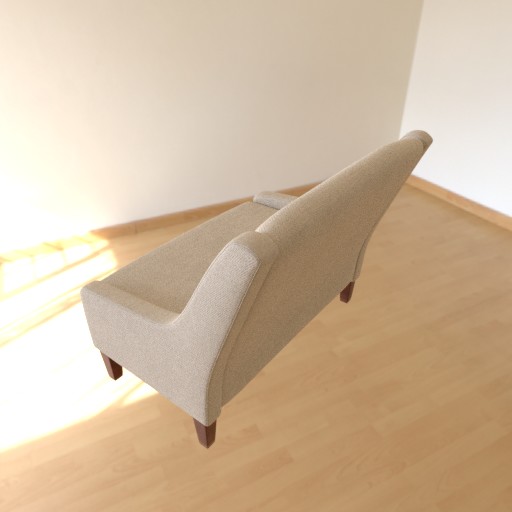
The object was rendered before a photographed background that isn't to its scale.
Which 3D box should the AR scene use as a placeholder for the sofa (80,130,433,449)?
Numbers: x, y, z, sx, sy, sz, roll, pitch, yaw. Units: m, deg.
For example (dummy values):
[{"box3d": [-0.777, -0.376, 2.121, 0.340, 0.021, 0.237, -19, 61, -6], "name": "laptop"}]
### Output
[{"box3d": [0.000, 0.000, 1.913, 0.946, 0.976, 1.212, 22, 38, 31], "name": "sofa"}]
